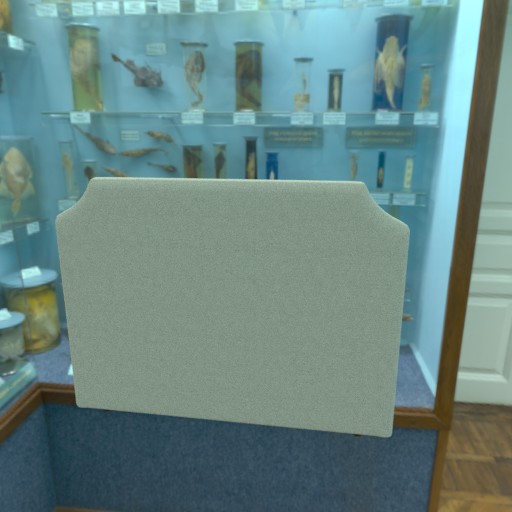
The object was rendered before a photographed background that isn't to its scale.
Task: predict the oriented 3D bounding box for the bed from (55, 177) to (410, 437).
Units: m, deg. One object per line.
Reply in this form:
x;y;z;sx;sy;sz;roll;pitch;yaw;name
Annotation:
0.000;0.000;3.155;1.693;1.290;2.116;2;16;8;bed
